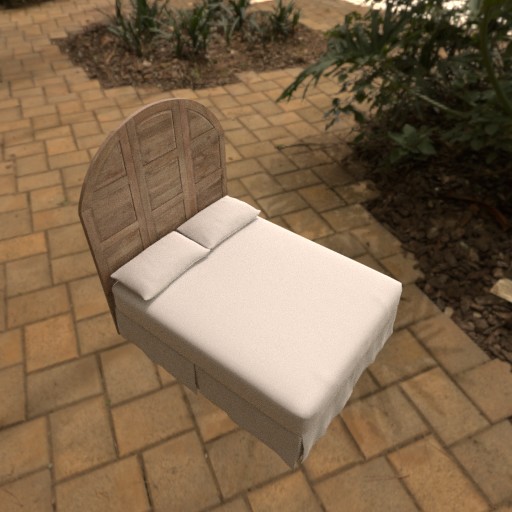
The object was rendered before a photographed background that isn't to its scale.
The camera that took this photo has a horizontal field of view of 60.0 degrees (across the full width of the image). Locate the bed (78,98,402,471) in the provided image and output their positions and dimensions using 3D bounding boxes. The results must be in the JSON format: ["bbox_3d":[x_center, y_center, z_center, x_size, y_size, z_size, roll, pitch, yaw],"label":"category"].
[{"bbox_3d":[0.000,0.000,3.588,2.112,2.002,1.713,27,48,27],"label":"bed"}]
